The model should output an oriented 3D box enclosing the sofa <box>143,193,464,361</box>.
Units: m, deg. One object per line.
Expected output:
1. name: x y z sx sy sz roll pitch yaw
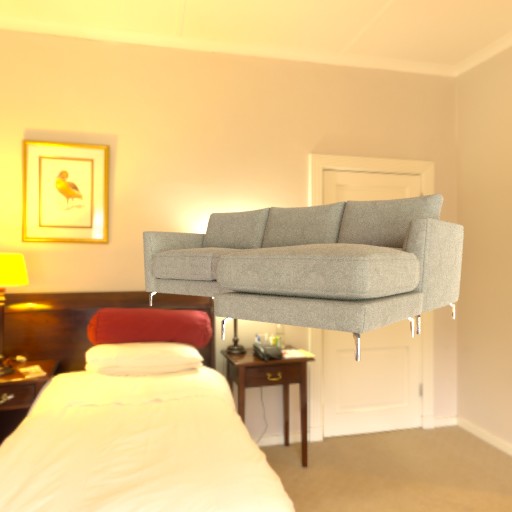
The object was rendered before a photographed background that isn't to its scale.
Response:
1. sofa: 0.000 0.000 3.150 2.438 0.864 1.626 0 0 38
